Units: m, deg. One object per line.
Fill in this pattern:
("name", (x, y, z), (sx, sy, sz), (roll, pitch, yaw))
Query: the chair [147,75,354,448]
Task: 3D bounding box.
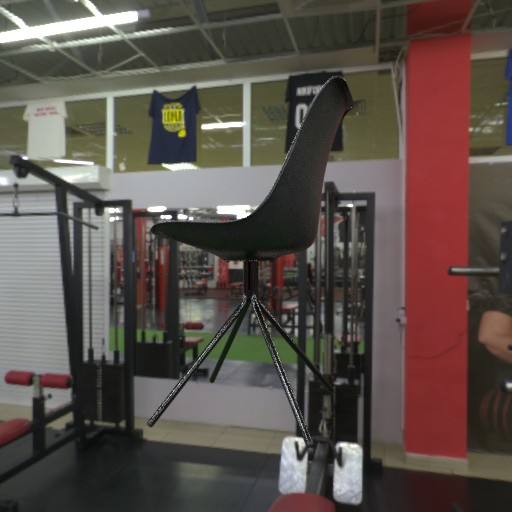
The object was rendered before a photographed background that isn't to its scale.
("chair", (0.000, 0.000, 1.226), (0.525, 0.850, 0.461), (0, 0, 17))
